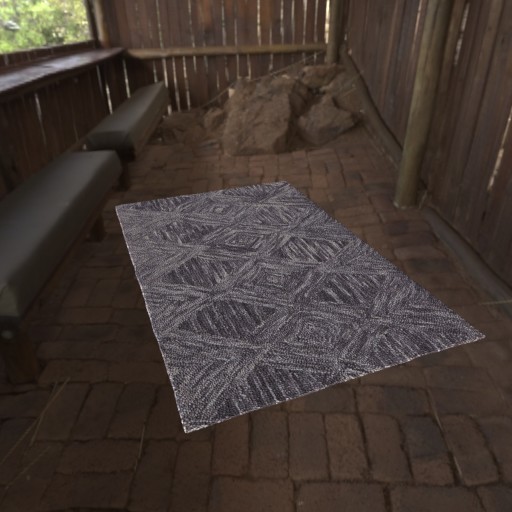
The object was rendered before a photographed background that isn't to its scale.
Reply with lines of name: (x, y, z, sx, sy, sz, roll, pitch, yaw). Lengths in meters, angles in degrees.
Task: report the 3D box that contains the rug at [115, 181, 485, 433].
rug: (0.000, 0.000, 2.250, 1.186, 0.012, 1.814, -11, 32, -19)
